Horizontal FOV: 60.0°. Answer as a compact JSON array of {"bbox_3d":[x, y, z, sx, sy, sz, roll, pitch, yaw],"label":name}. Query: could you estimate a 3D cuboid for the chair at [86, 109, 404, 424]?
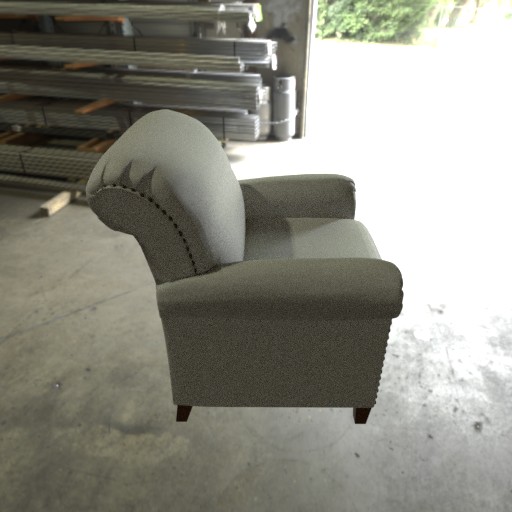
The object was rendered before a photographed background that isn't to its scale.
[{"bbox_3d":[0.000,0.000,1.588,0.890,0.927,0.854,0,30,0],"label":"chair"}]
